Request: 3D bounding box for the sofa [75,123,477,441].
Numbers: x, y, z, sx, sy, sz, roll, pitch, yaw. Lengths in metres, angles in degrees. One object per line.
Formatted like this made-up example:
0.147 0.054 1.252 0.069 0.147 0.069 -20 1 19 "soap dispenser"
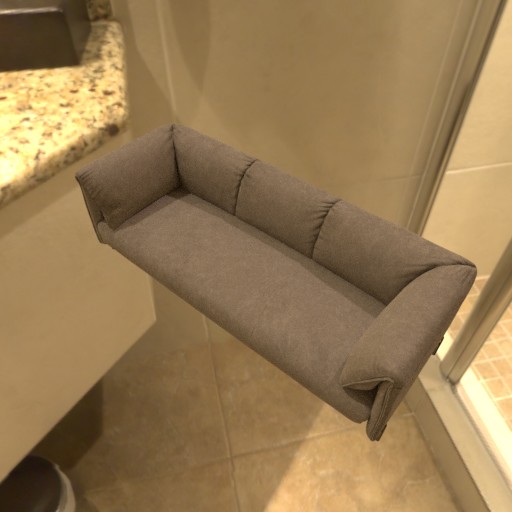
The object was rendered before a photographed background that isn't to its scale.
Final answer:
0.000 0.000 2.688 2.238 0.758 0.899 31 53 27 "sofa"
